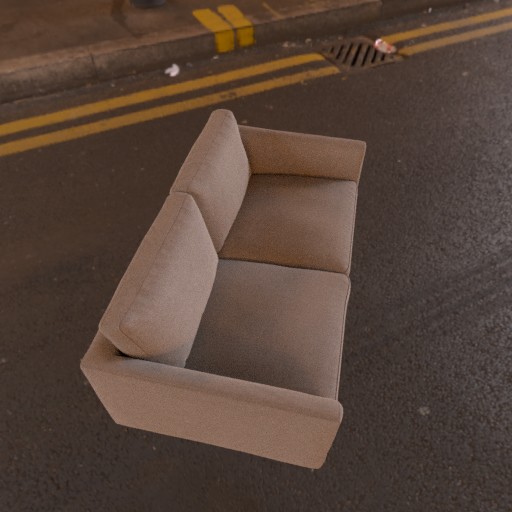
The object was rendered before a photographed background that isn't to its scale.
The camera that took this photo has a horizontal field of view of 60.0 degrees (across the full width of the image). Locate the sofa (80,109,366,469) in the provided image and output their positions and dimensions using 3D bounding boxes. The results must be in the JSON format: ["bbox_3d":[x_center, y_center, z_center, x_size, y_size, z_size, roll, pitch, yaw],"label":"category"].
[{"bbox_3d":[0.000,0.000,2.516,1.091,0.839,1.905,9,49,8],"label":"sofa"}]
